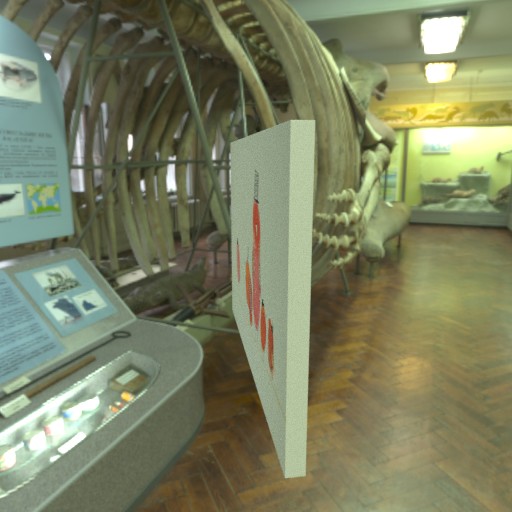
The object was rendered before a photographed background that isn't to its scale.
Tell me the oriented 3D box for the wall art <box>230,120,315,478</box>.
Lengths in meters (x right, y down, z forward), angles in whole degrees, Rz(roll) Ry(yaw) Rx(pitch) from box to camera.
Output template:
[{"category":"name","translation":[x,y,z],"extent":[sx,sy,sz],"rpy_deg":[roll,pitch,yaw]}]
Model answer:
[{"category":"wall art","translation":[0.000,0.000,1.165],"extent":[0.038,0.609,0.914],"rpy_deg":[-2,12,-9]}]
